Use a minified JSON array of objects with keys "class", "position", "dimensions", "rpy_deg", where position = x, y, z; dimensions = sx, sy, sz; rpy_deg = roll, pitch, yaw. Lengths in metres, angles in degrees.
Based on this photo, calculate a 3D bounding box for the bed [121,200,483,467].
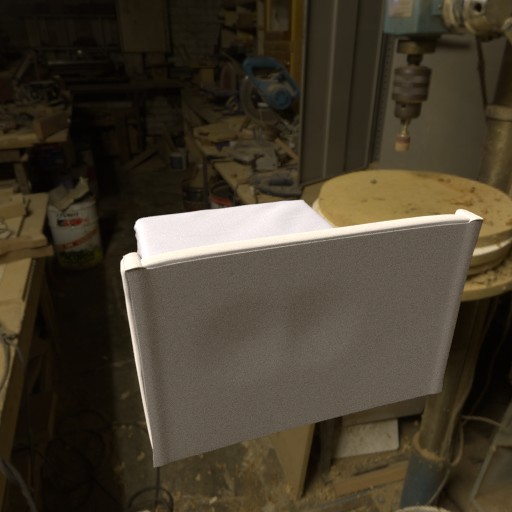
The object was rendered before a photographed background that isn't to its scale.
[{"class":"bed","position":[0.000,0.000,3.397],"dimensions":[1.925,1.332,2.276],"rpy_deg":[-8,29,-15]}]
